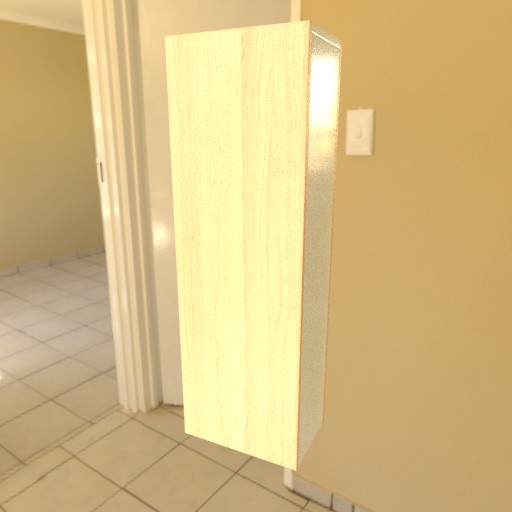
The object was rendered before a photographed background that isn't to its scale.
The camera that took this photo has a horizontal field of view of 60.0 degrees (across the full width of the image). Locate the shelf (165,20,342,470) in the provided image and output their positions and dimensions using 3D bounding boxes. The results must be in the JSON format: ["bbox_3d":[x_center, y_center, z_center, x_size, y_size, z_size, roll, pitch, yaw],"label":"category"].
[{"bbox_3d":[0.000,0.000,0.986,0.290,0.882,0.197,8,17,25],"label":"shelf"}]
